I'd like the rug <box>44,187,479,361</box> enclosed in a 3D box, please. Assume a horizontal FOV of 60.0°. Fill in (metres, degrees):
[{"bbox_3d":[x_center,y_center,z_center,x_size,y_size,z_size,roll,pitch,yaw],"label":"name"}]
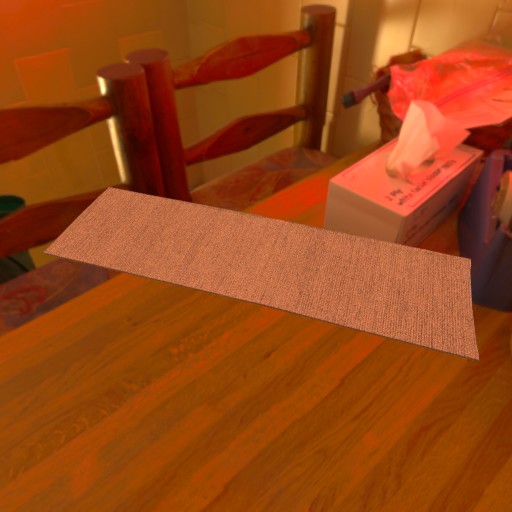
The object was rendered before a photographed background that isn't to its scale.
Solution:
[{"bbox_3d":[0.000,0.000,2.484,2.320,0.032,0.692,12,44,13],"label":"rug"}]
